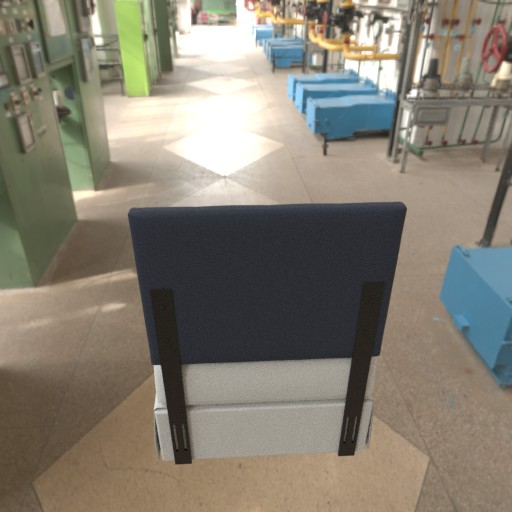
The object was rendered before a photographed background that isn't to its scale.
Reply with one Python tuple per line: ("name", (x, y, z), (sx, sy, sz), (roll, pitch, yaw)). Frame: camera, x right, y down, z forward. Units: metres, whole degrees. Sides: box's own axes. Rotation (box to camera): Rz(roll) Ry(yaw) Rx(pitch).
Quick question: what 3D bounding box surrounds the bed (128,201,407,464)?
("bed", (0.000, 0.000, 3.010), (1.261, 1.571, 1.997), (-2, 30, -3))
